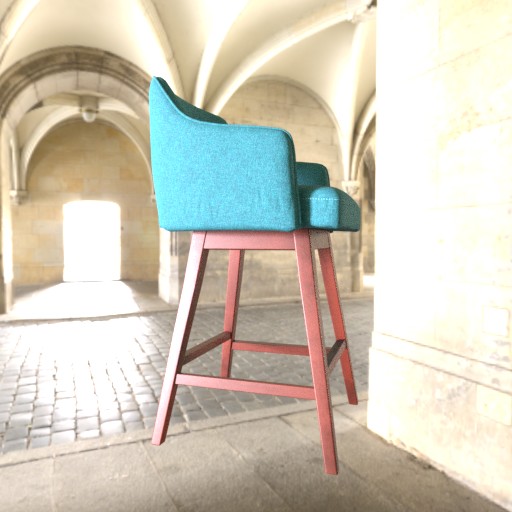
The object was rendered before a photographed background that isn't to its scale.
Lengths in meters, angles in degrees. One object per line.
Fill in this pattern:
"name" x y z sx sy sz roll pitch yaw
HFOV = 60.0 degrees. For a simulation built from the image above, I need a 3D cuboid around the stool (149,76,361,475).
"stool" 0.000 0.000 1.283 0.556 0.961 0.548 1 2 19
